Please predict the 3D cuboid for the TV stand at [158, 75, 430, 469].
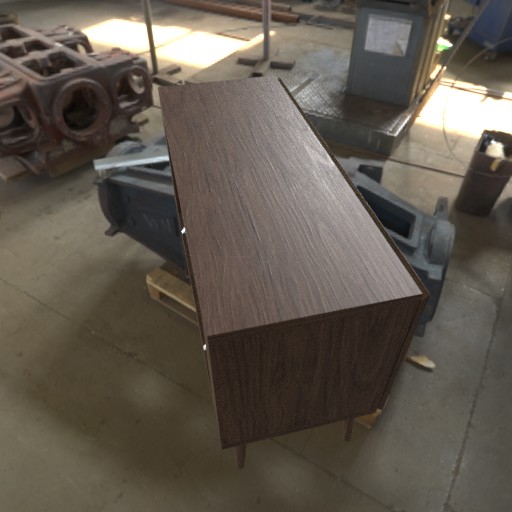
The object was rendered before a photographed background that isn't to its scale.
[{"bbox_3d":[0.000,0.000,1.331,0.405,0.660,0.990,-10,45,-10],"label":"TV stand"}]
